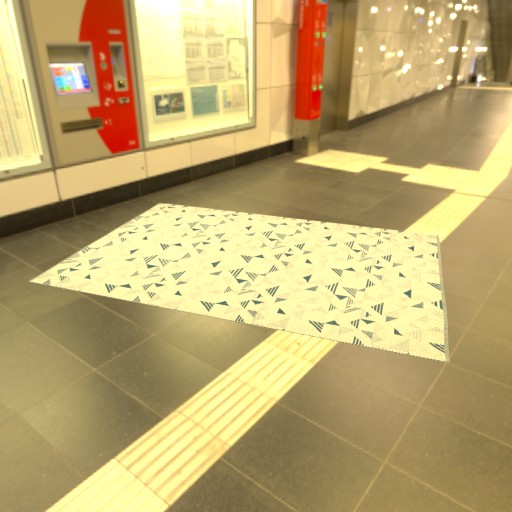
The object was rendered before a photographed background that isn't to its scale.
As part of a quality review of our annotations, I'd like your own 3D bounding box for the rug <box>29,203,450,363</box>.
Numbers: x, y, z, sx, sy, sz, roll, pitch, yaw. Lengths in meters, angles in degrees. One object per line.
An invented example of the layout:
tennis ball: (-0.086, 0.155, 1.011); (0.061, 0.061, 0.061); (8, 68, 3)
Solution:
rug: (0.000, 0.000, 2.312); (1.835, 0.003, 1.206); (8, 27, 17)
